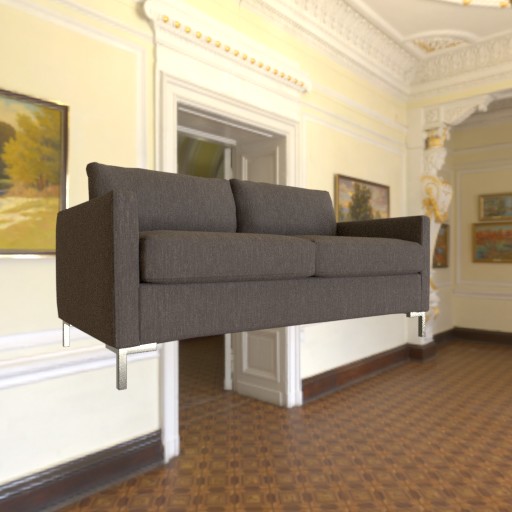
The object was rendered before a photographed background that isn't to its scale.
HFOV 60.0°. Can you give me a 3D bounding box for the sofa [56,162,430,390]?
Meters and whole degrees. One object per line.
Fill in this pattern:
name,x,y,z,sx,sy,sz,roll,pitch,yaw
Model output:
sofa,0.000,0.000,2.171,1.682,0.840,0.875,0,0,-35
